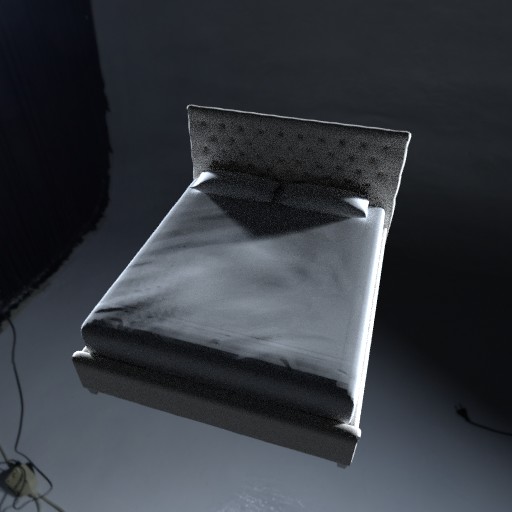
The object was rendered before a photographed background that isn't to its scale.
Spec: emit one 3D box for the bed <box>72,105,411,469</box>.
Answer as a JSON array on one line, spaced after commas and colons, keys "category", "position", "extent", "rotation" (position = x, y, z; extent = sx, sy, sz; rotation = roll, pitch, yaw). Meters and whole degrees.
[{"category": "bed", "position": [0.000, 0.000, 3.626], "extent": [2.078, 1.427, 2.387], "rotation": [11, 42, 13]}]
